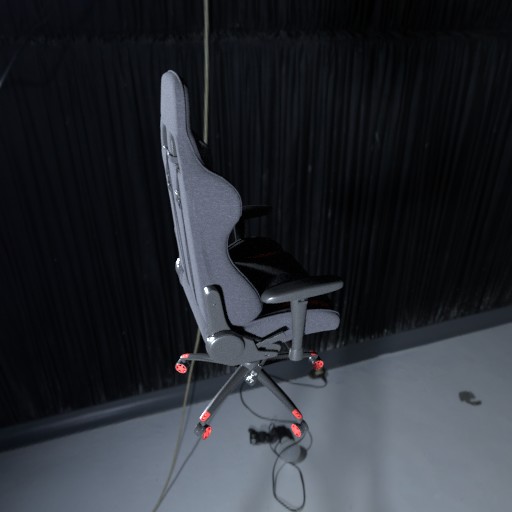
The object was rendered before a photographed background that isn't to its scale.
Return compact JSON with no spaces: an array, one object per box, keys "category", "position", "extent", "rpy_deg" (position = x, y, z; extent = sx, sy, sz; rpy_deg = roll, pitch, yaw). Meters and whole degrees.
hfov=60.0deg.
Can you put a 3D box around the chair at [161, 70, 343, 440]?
[{"category":"chair","position":[0.000,0.000,1.685],"extent":[0.658,1.326,0.695],"rpy_deg":[-10,31,-17]}]
